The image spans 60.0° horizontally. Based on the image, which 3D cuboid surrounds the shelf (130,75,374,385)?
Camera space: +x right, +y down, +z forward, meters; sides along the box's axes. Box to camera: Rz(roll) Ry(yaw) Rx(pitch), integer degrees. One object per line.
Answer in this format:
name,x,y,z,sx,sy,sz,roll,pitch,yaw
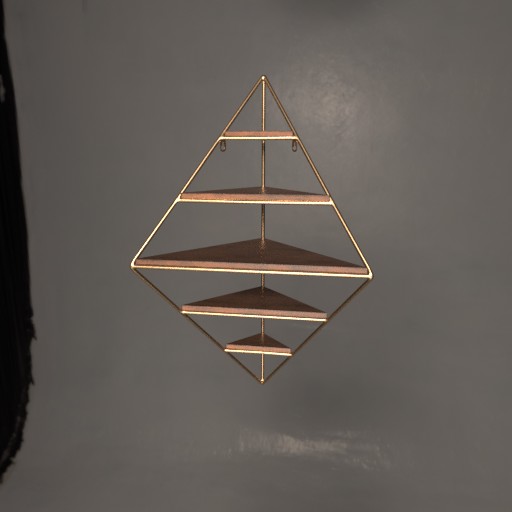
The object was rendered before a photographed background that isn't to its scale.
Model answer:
shelf,0.000,0.000,1.149,0.564,0.913,0.294,2,15,8
